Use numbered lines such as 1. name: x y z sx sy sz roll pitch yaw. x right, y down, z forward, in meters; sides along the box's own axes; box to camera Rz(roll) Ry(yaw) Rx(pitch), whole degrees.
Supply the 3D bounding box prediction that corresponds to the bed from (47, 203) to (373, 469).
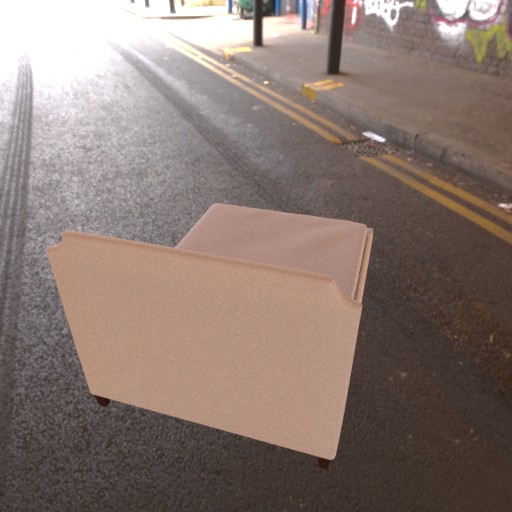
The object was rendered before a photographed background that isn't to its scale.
1. bed: 0.000 0.000 3.457 1.712 1.443 2.372 10 34 14
